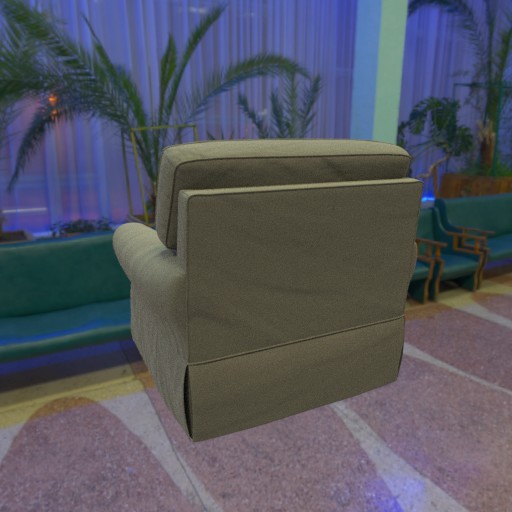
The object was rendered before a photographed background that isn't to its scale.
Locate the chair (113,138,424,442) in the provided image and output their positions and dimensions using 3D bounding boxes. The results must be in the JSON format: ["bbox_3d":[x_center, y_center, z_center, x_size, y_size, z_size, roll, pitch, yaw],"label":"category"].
[{"bbox_3d":[0.000,0.000,1.977,1.135,1.017,0.988,-7,17,-25],"label":"chair"}]
